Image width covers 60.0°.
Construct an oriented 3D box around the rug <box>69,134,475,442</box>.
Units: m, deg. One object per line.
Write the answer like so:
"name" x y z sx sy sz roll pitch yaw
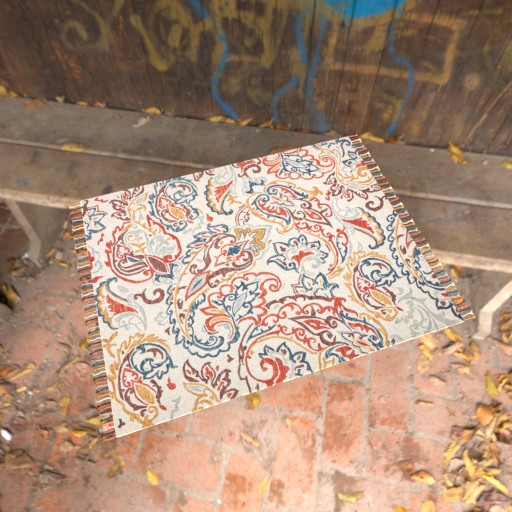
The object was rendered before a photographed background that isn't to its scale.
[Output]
"rug" 0.000 0.000 4.250 3.274 0.015 2.439 -16 59 -10
